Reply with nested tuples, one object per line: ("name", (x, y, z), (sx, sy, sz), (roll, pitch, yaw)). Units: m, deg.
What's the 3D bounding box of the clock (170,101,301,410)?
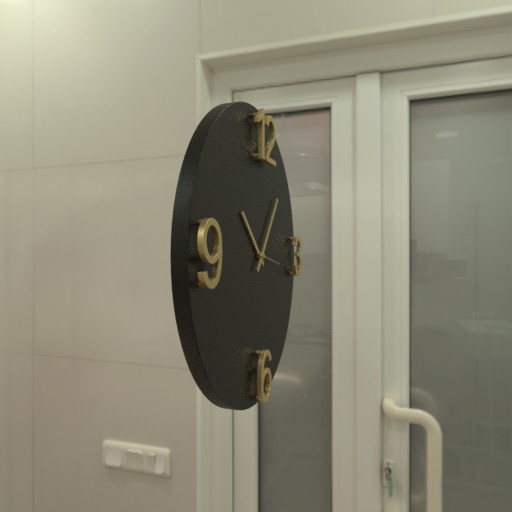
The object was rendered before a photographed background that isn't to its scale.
("clock", (0.000, 0.000, 0.686), (0.038, 0.454, 0.454), (0, 0, 19))
